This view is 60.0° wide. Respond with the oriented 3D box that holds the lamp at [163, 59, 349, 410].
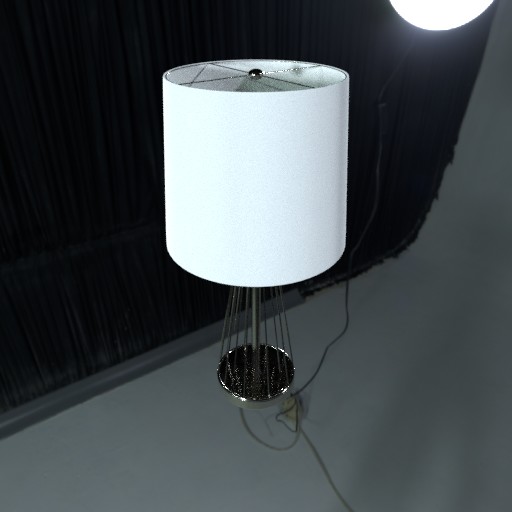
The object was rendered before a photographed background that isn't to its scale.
[{"bbox_3d":[0.000,0.000,0.785,0.303,0.618,0.303,0,32,0],"label":"lamp"}]
